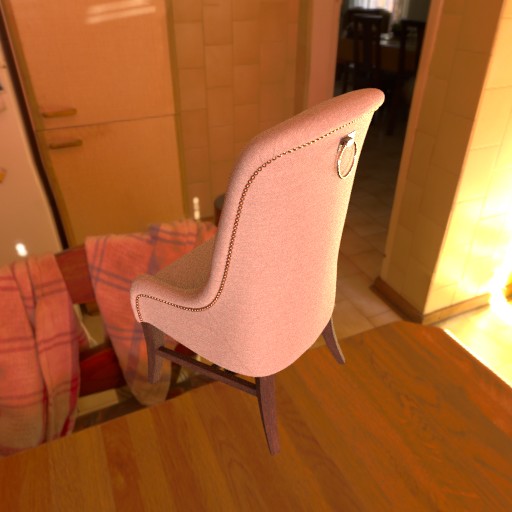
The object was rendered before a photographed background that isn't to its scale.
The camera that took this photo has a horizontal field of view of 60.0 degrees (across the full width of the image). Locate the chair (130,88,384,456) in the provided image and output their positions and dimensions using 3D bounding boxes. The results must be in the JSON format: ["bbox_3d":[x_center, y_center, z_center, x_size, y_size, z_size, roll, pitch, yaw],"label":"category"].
[{"bbox_3d":[0.000,0.000,1.477,0.629,1.091,0.634,21,38,29],"label":"chair"}]
